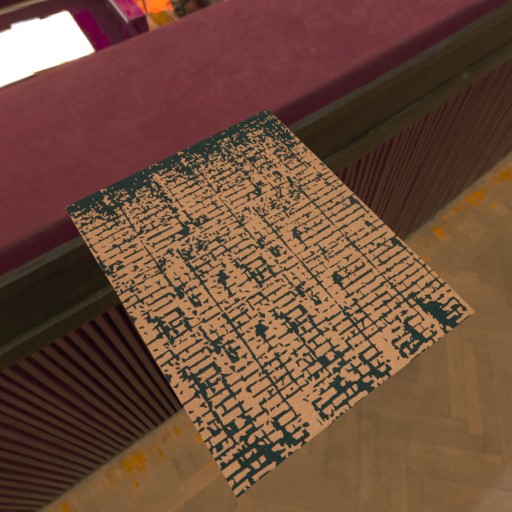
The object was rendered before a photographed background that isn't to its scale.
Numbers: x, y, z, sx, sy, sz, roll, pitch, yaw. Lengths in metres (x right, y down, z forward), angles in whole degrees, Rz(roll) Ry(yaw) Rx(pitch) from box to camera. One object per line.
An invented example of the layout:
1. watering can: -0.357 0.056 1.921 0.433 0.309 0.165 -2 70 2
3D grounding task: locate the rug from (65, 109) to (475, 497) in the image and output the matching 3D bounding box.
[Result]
1. rug: 0.000 0.000 4.020 2.416 0.014 3.017 -31 64 -17
